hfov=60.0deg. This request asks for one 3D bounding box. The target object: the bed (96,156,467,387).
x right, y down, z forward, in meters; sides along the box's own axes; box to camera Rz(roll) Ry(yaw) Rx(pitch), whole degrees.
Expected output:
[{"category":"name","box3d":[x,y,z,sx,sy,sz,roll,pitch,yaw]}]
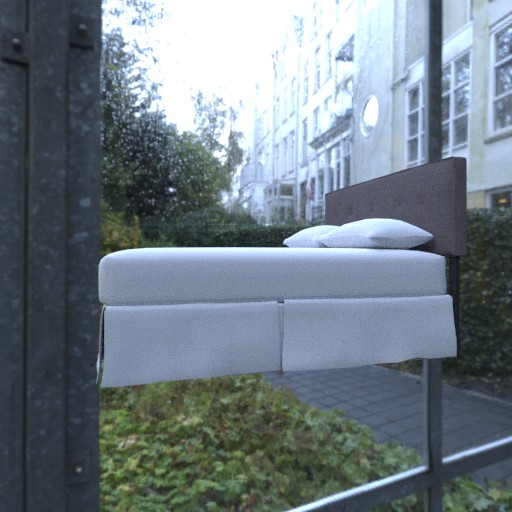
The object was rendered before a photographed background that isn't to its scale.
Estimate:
[{"category":"bed","box3d":[0.000,0.000,2.851,1.894,1.089,1.610,0,0,-17]}]
